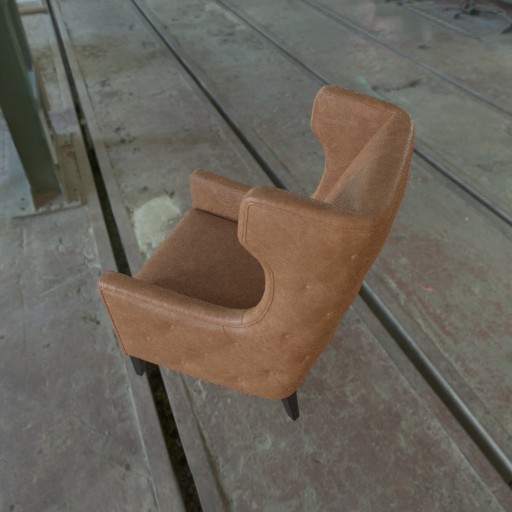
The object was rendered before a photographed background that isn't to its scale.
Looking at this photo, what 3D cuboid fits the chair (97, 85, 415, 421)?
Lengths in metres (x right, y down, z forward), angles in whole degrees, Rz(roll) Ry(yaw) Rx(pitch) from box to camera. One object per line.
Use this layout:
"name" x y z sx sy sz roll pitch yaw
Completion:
"chair" 0.000 0.000 1.650 0.899 1.079 0.766 16 46 16
